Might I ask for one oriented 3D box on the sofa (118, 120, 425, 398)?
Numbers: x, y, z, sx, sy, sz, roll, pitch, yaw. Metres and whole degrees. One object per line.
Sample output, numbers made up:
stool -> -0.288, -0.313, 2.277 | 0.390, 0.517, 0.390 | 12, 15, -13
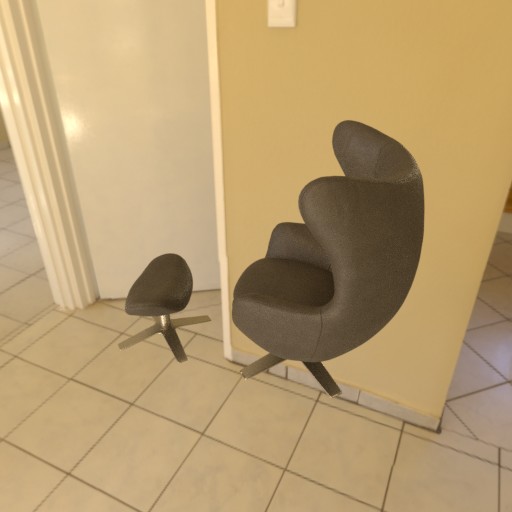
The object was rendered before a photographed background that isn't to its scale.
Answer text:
sofa -> 0.000, 0.000, 2.110 | 1.444, 1.135, 0.894 | 8, 31, 14
